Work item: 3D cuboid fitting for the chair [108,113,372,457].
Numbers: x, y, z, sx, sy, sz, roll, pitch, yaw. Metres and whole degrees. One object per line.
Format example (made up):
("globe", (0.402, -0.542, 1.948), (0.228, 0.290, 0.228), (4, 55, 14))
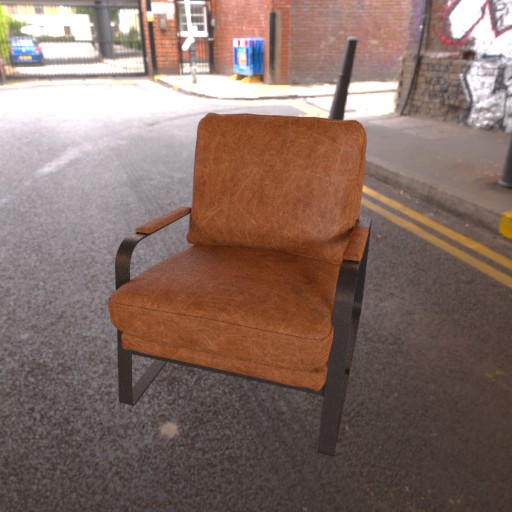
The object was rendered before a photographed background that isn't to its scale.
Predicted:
("chair", (0.000, 0.000, 1.380), (0.651, 0.777, 0.801), (8, 27, 16))
